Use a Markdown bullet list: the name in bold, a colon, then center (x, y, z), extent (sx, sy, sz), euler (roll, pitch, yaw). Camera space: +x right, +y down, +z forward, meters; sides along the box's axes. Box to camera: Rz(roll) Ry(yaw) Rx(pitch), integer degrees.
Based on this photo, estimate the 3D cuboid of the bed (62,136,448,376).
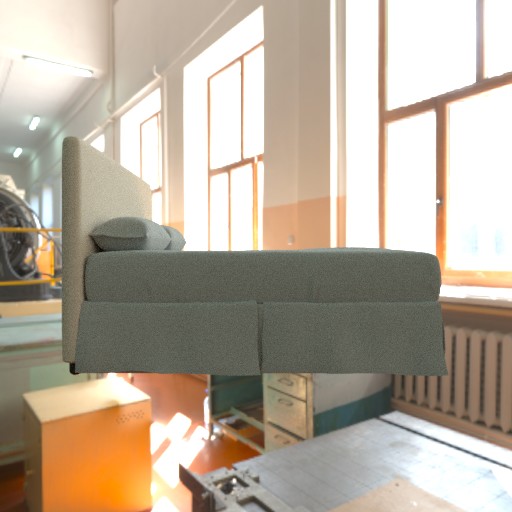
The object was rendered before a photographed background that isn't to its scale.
- **bed**: center (0.000, 0.000, 3.228), extent (2.142, 1.330, 1.748), euler (0, 0, 0)
